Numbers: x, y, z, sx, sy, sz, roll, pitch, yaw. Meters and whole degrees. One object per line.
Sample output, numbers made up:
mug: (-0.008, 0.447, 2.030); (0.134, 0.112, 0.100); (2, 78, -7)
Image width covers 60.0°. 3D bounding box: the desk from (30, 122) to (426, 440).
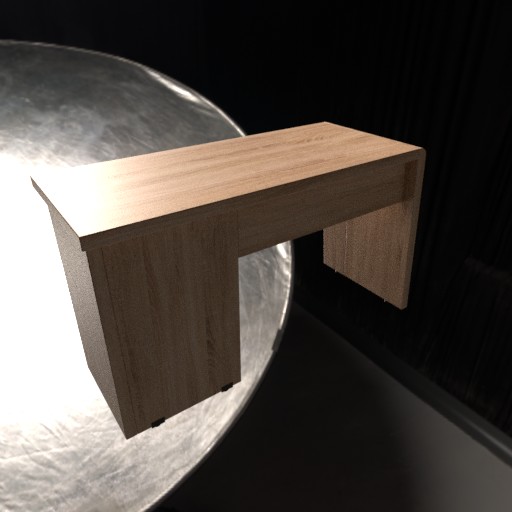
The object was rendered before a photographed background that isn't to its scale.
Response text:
desk: (0.000, 0.000, 1.655); (1.300, 0.750, 0.500); (-19, 35, -30)
